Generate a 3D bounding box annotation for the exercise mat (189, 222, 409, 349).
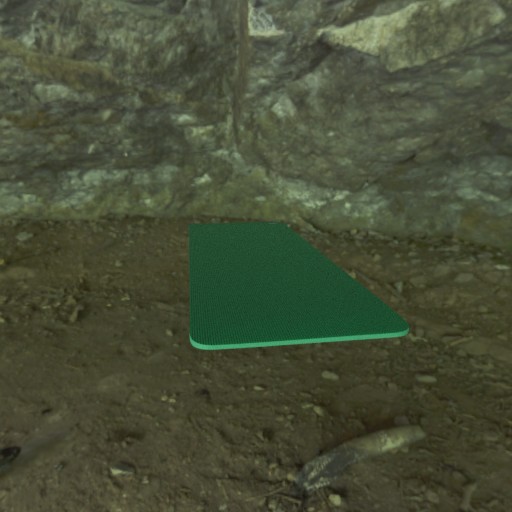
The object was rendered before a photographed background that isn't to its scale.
[{"bbox_3d":[0.000,0.000,2.059,0.616,0.021,1.869,-2,14,-8],"label":"exercise mat"}]
